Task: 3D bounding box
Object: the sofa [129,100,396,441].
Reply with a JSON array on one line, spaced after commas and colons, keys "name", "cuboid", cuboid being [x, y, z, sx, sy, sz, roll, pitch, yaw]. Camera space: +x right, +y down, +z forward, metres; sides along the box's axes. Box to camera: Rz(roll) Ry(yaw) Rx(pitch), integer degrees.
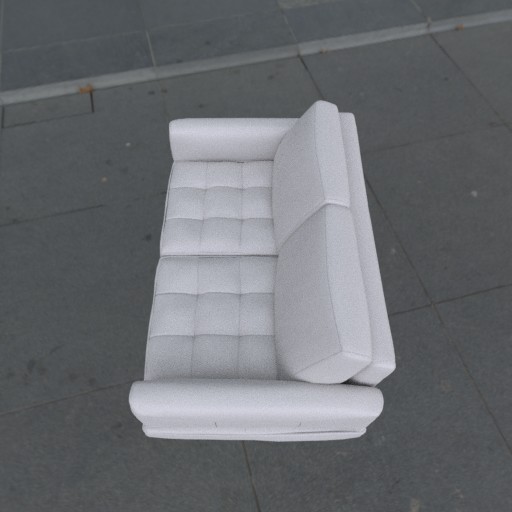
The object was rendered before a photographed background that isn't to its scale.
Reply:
[{"name": "sofa", "cuboid": [0.000, 0.000, 2.417, 1.121, 0.930, 1.819, 0, 58, 0]}]
